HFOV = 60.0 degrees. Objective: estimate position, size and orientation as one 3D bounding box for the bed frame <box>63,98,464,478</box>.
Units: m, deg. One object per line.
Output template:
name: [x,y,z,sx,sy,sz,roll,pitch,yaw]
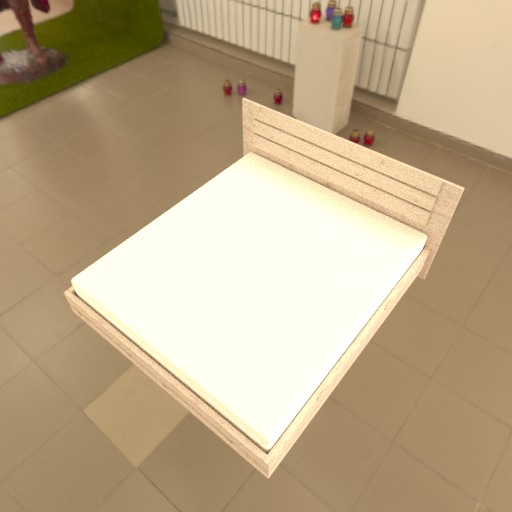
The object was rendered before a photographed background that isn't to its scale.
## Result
bed frame: [0.000,0.000,3.212,1.950,0.970,2.080,31,55,25]
